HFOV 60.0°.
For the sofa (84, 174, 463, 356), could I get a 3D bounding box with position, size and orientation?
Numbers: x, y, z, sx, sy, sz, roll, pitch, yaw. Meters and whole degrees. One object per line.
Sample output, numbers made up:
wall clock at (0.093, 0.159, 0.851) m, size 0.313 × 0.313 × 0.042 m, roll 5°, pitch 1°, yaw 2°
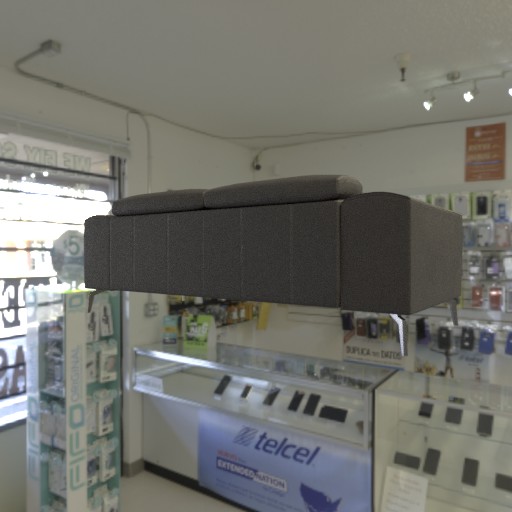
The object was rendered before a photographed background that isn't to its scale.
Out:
sofa at (0.000, 0.000, 2.897) m, size 2.330 × 0.814 × 1.048 m, roll 0°, pitch 1°, yaw 36°
